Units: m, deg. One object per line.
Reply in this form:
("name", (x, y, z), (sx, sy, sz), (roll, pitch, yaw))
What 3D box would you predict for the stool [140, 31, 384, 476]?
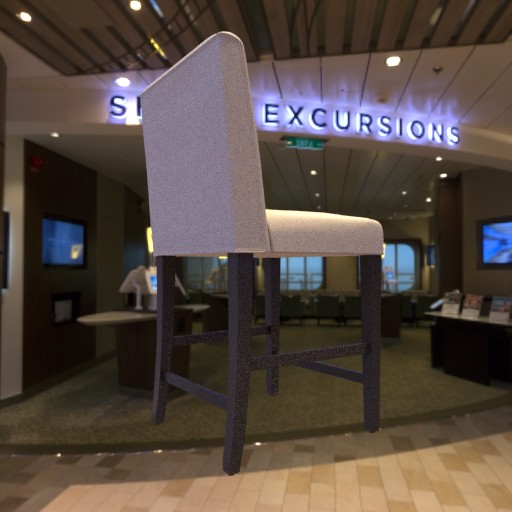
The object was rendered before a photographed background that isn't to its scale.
("stool", (0.000, 0.000, 1.222), (0.509, 0.939, 0.474), (1, -2, -37))
